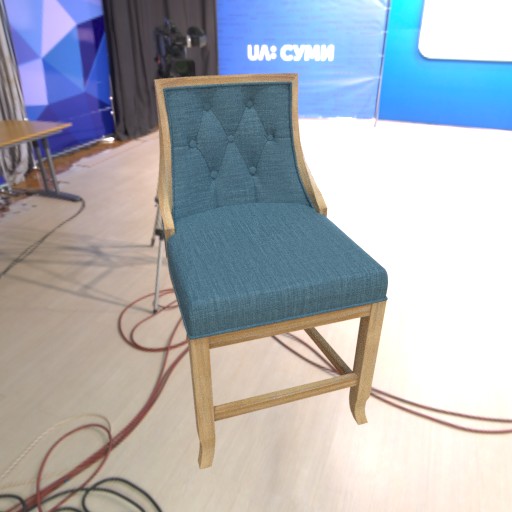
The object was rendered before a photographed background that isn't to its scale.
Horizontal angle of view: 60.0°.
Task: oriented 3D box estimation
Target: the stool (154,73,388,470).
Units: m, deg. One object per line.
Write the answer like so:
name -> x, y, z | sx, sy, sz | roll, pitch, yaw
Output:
stool -> 0.000, 0.000, 1.322 | 0.524, 0.938, 0.626 | -9, 31, -15
